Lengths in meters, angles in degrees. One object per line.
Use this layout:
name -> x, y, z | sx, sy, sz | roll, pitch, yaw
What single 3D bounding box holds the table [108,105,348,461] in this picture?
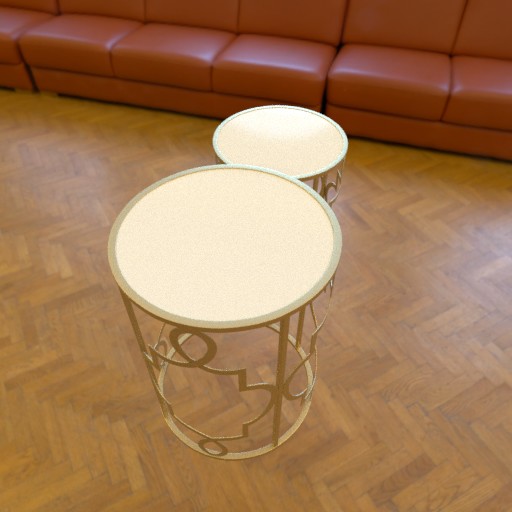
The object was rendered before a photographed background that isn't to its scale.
table -> 0.000, 0.000, 1.154 | 0.420, 0.564, 0.846 | 11, 48, 10
